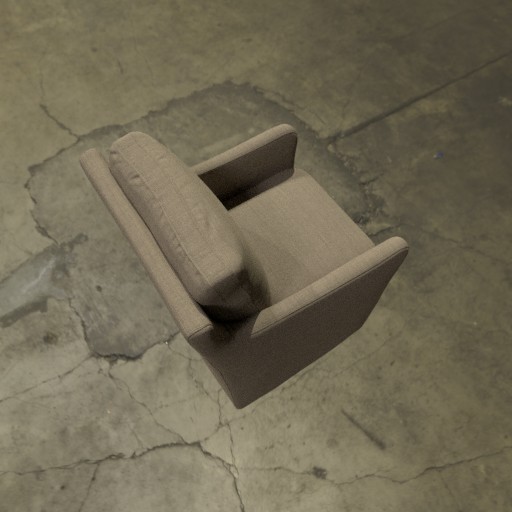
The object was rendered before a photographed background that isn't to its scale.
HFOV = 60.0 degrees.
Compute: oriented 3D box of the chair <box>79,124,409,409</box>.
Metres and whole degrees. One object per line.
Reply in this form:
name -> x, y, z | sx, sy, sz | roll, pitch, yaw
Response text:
chair -> 0.000, 0.000, 1.415 | 0.694, 0.914, 0.626 | -29, 63, -16
